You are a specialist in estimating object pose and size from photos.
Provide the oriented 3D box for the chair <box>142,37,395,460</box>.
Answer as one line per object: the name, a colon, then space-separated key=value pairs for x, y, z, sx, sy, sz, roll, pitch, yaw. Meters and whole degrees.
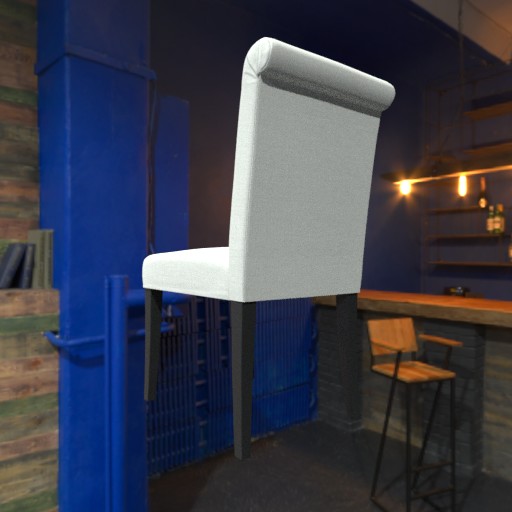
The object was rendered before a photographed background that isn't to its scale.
chair: x=0.000 y=0.000 z=1.367 sx=0.452 sy=0.976 sz=0.708 roll=0 pitch=0 yaw=-37
